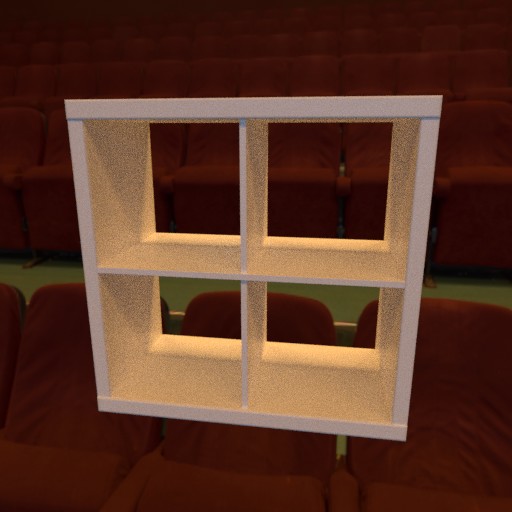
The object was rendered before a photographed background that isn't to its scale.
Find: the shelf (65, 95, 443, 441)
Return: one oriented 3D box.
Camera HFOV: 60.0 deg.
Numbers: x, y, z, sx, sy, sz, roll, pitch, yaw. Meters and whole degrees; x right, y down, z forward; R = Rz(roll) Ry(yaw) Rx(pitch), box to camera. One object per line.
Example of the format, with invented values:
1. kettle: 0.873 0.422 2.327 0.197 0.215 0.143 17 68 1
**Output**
1. shelf: 0.000 0.000 1.206 0.790 0.786 0.390 2 16 8
